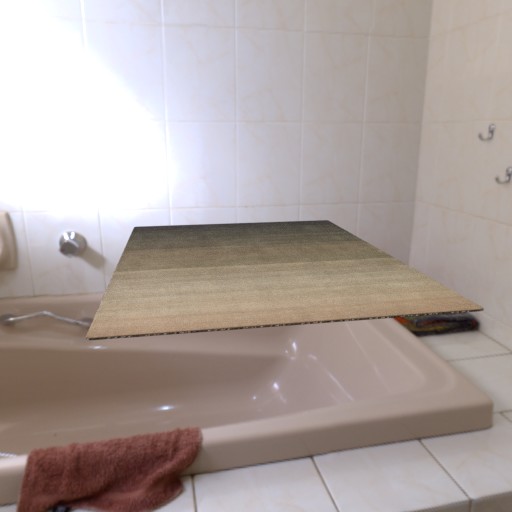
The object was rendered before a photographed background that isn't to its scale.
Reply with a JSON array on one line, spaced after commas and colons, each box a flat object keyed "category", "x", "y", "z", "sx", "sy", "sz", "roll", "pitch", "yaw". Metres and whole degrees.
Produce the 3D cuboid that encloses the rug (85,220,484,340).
[{"category": "rug", "x": 0.000, "y": 0.000, "z": 3.847, "sx": 2.305, "sy": 0.017, "sz": 2.902, "roll": -3, "pitch": 16, "yaw": -10}]
